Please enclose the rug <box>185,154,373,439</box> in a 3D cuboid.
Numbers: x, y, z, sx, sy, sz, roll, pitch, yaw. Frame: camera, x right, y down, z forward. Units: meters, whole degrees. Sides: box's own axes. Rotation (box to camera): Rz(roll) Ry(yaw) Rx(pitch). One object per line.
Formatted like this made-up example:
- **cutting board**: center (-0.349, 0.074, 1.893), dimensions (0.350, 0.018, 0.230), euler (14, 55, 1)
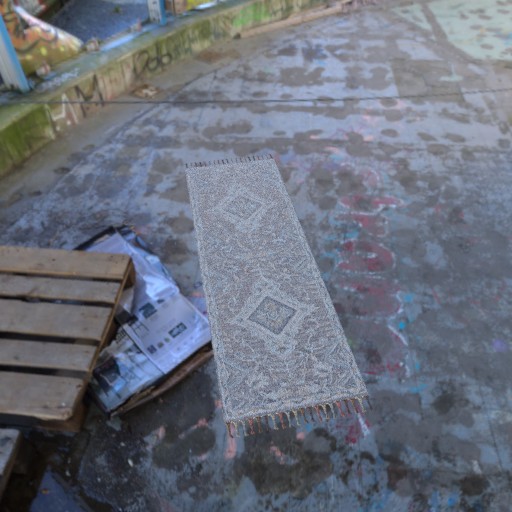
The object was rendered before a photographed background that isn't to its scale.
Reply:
- **rug**: center (0.000, 0.000, 2.895), dimensions (1.324, 0.018, 2.378), euler (3, 46, 3)
